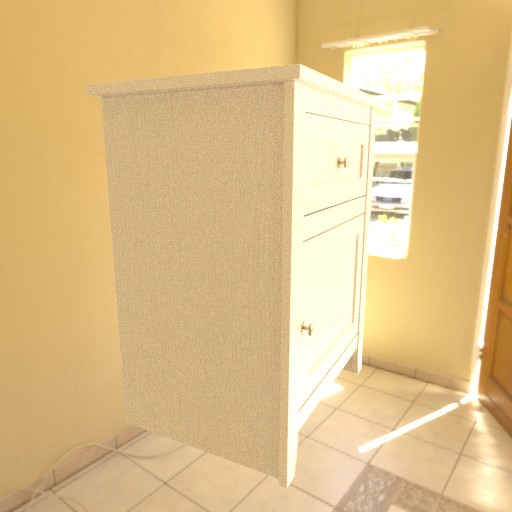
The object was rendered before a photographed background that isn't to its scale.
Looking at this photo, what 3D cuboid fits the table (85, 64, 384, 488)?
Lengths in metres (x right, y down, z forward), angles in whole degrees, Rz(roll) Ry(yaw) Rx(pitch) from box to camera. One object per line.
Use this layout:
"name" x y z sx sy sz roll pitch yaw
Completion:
"table" 0.000 0.000 0.918 0.381 0.635 0.480 7 15 27
